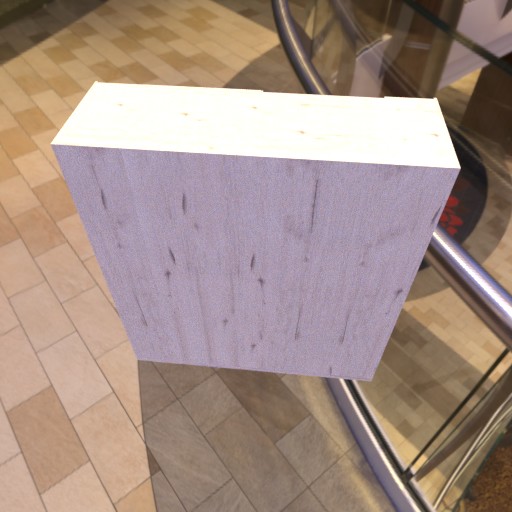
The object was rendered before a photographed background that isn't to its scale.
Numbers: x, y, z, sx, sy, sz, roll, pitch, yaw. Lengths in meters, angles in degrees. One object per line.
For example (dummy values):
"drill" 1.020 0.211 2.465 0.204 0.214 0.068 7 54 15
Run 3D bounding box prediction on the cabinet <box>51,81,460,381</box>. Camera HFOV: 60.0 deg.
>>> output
"cabinet" 0.000 0.000 3.180 2.000 2.180 0.660 4 48 4
